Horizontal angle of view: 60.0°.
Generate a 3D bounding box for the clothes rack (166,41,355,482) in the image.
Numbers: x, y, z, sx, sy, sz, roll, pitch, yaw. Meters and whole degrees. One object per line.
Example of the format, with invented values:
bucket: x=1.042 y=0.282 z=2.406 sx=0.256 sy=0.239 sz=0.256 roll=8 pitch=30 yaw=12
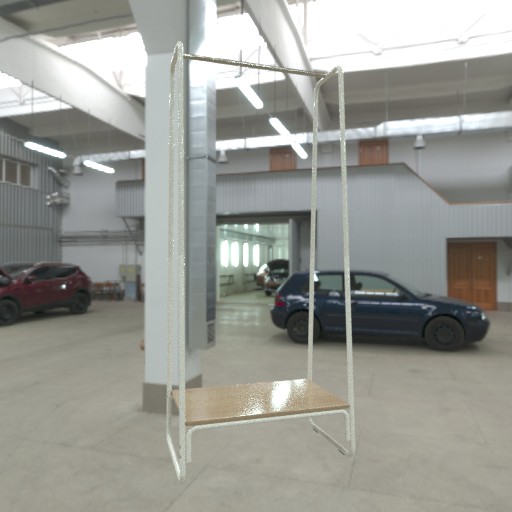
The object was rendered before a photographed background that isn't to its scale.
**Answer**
clothes rack: x=0.000 y=0.000 z=1.717 sx=0.640 sy=1.500 sz=0.400 roll=0 pitch=-1 yaw=-18
